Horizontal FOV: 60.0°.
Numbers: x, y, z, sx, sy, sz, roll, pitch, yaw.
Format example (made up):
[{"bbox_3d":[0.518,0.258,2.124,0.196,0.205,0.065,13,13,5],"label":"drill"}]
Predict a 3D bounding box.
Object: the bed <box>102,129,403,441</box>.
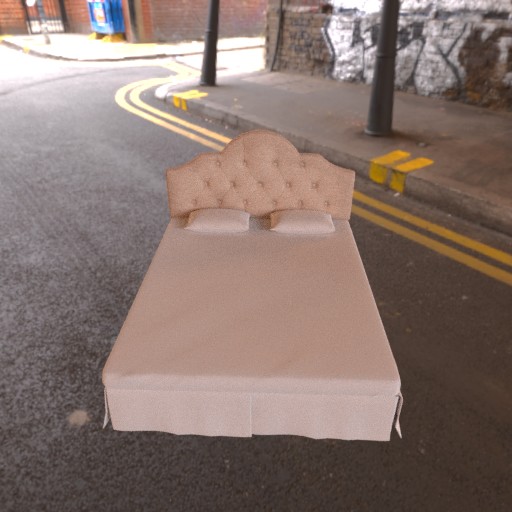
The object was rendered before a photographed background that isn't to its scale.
[{"bbox_3d":[0.000,0.000,2.993,1.667,1.194,1.970,1,31,2],"label":"bed"}]
